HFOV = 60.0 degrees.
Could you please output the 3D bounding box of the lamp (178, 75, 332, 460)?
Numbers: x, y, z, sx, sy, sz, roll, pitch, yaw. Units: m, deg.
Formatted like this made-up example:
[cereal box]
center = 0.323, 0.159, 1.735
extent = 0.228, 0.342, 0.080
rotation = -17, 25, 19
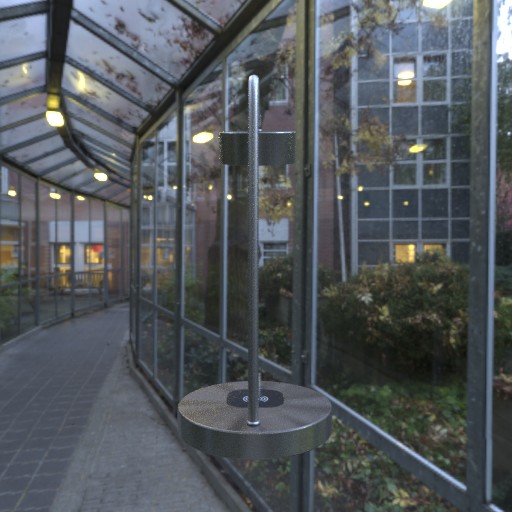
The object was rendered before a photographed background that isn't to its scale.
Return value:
[lamp]
center = 0.000, 0.000, 0.675
extent = 0.211, 0.469, 0.334
rotation = 0, 0, 1
